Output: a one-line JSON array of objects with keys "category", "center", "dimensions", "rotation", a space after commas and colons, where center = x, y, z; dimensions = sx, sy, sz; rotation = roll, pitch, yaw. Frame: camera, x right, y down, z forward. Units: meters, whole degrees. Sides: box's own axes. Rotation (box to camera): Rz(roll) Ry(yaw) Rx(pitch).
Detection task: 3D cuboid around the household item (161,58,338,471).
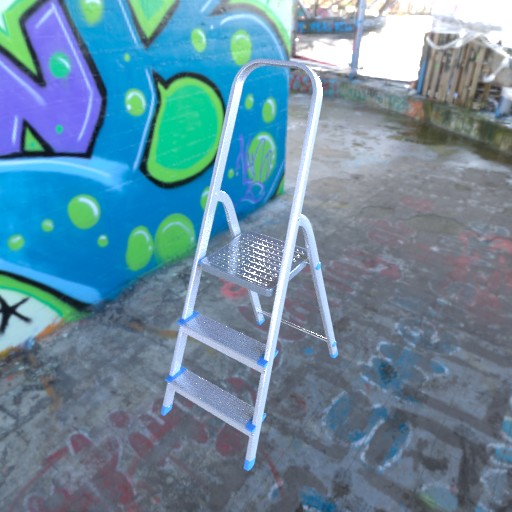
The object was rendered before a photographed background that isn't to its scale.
[{"category": "household item", "center": [0.000, 0.000, 1.520], "dimensions": [0.420, 1.215, 0.687], "rotation": [20, 37, 29]}]
